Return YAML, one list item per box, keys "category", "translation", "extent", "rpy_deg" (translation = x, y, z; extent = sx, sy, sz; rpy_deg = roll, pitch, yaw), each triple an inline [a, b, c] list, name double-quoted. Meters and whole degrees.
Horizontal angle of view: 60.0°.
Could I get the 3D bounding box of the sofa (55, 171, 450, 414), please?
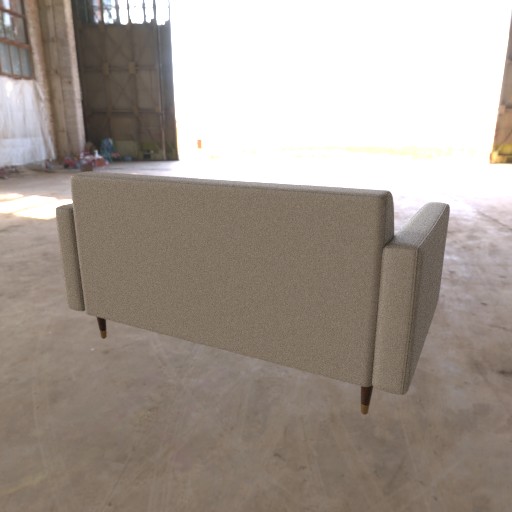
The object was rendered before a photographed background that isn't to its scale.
- category: "sofa"
  translation: [0.000, 0.000, 2.105]
  extent: [1.585, 0.801, 0.950]
  rpy_deg: [8, 18, 26]
